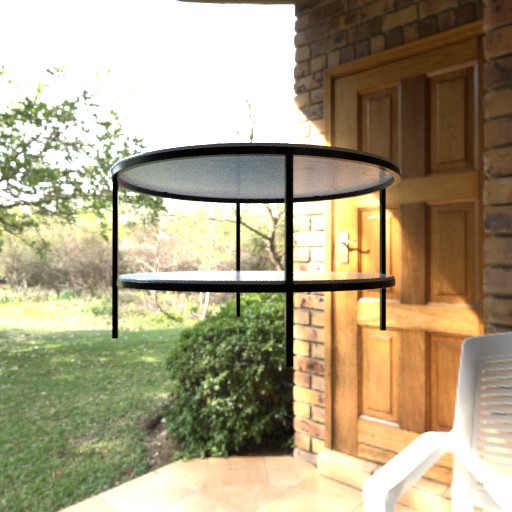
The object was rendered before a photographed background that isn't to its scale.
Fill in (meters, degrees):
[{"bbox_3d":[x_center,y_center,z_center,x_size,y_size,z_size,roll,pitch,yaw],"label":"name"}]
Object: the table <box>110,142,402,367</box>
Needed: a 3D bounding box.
[{"bbox_3d":[0.000,0.000,1.280,0.800,0.450,0.800,0,0,0],"label":"table"}]
